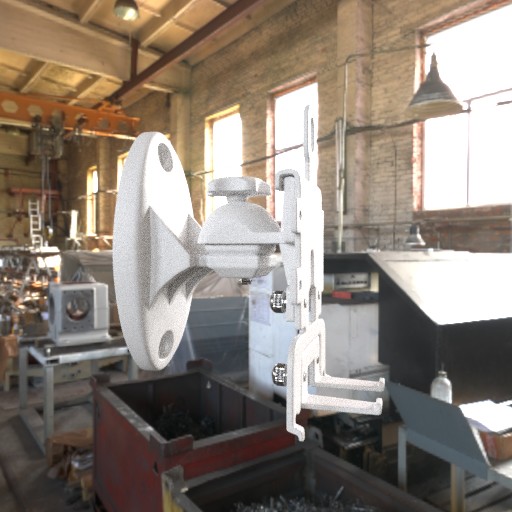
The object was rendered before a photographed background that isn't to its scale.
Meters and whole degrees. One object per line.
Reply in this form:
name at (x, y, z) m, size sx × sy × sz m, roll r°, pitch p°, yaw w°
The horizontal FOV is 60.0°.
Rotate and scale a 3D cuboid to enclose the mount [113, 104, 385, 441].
mount at (0.000, 0.000, 0.181) m, size 0.100 × 0.118 × 0.066 m, roll 0°, pitch 1°, yaw 18°
